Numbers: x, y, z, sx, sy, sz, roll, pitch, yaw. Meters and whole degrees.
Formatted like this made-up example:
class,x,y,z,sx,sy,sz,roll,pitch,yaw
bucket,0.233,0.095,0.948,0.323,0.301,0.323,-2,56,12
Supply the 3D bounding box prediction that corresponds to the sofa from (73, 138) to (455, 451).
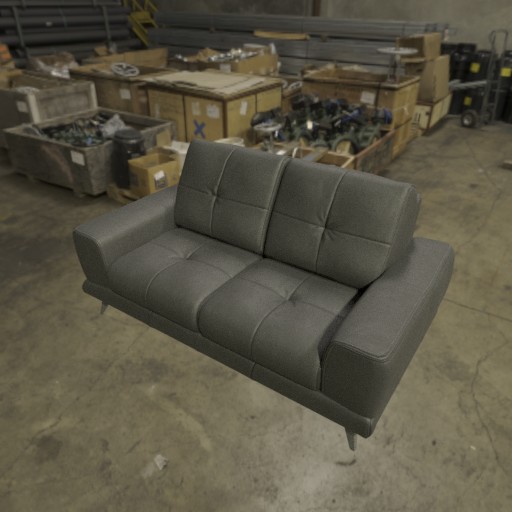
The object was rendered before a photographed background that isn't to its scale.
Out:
class,x,y,z,sx,sy,sz,roll,pitch,yaw
sofa,0.000,0.000,2.346,1.806,0.907,1.018,19,36,29
